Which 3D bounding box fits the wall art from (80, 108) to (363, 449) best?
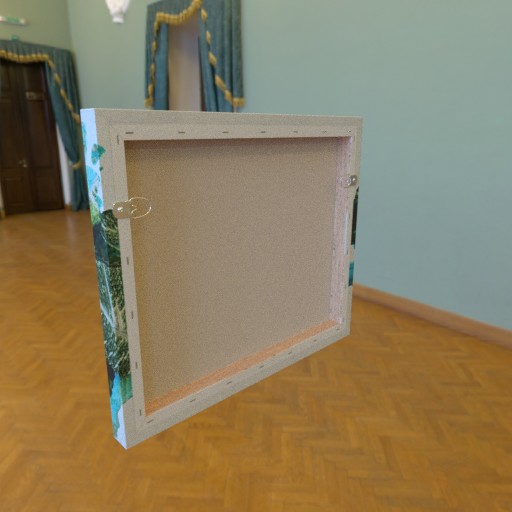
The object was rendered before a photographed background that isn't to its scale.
[{"bbox_3d":[0.000,0.000,0.712,0.507,0.435,0.041,-14,21,-41],"label":"wall art"}]
